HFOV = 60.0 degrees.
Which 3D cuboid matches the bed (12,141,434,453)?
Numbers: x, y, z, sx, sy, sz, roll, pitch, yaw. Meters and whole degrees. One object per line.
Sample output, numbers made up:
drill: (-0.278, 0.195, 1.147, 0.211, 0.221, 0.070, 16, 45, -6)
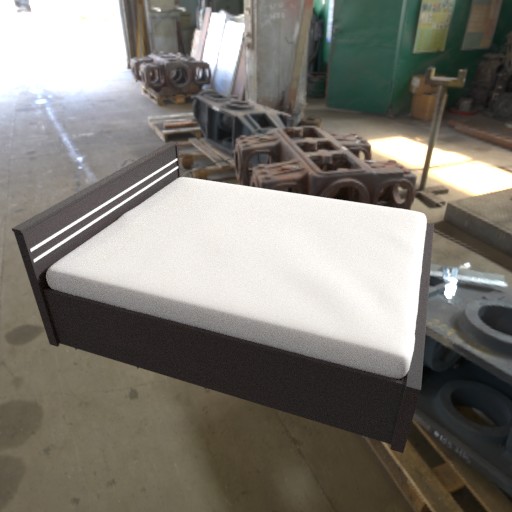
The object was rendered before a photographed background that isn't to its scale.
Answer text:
bed: (0.000, 0.000, 2.851, 2.103, 0.808, 1.634, 11, 33, 18)
